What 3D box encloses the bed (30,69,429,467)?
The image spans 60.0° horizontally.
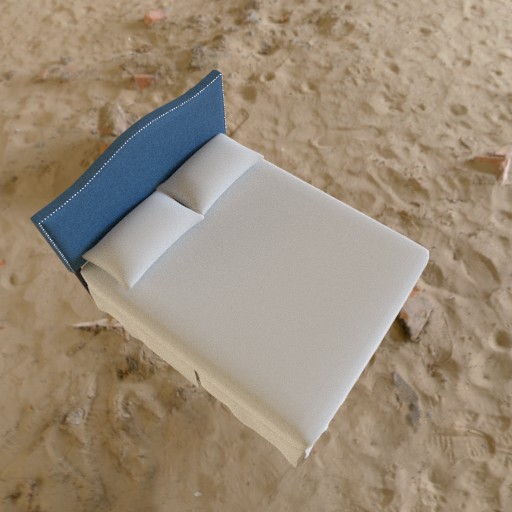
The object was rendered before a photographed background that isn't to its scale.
[{"bbox_3d":[0.000,0.000,2.860,1.872,1.169,1.610,32,64,18],"label":"bed"}]
